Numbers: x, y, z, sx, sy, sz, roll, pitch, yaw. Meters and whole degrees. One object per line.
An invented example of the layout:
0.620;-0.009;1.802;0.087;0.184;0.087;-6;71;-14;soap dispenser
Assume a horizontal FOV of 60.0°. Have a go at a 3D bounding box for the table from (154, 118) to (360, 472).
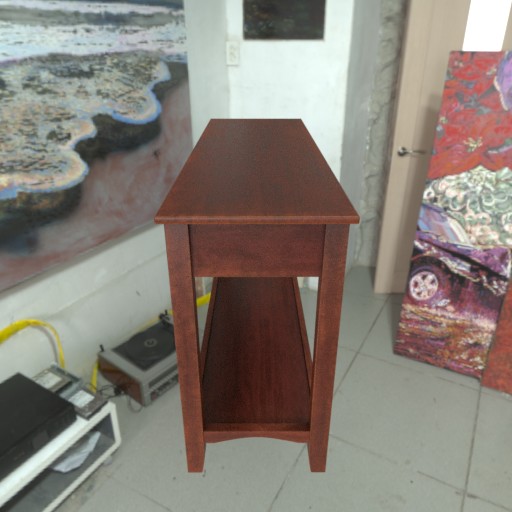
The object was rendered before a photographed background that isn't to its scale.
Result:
0.000;0.000;1.531;0.392;0.739;1.188;0;26;0;table
